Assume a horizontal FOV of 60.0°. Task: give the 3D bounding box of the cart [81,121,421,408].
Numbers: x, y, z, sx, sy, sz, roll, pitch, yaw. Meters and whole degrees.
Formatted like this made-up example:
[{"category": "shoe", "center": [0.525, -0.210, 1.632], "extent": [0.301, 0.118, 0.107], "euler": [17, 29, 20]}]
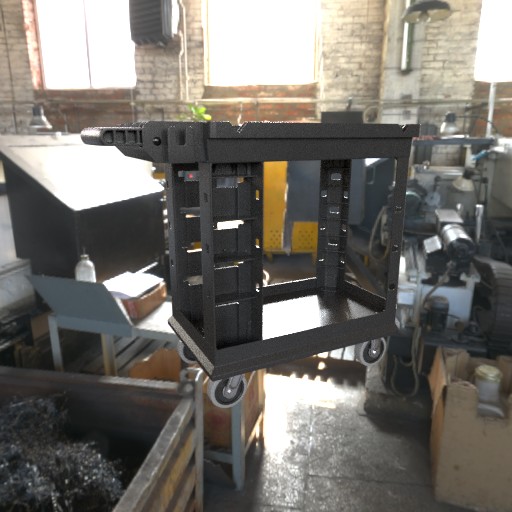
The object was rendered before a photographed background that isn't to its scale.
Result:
[{"category": "cart", "center": [0.000, 0.000, 1.550], "extent": [1.061, 0.884, 0.497], "euler": [-8, 17, -26]}]
